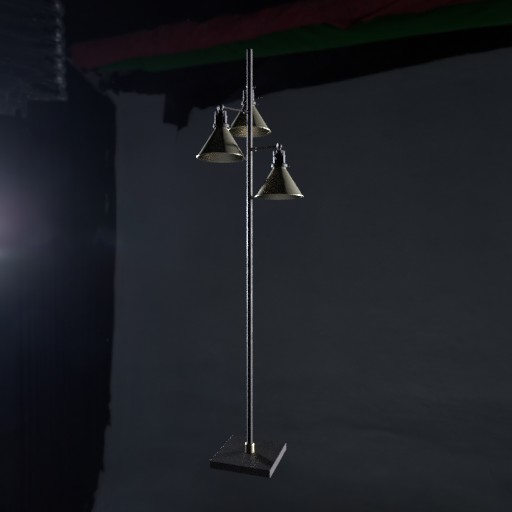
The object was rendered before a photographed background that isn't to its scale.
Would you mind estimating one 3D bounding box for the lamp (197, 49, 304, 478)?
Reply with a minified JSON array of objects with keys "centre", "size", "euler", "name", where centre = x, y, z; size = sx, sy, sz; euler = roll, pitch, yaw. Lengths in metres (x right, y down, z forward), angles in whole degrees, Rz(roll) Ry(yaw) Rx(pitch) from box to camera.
[{"centre":[0.000,0.000,1.865],"size":[0.415,1.716,0.428],"euler":[0,1,18],"name":"lamp"}]
